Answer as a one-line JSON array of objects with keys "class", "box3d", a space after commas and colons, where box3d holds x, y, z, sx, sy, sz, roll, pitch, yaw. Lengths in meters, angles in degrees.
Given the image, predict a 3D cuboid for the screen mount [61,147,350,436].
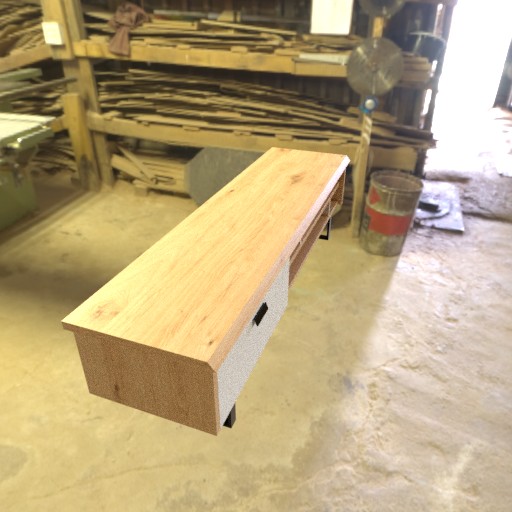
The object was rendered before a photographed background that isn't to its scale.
[{"class": "screen mount", "box3d": [0.000, 0.000, 1.893, 0.450, 0.430, 1.700, 11, 32, 18]}]
